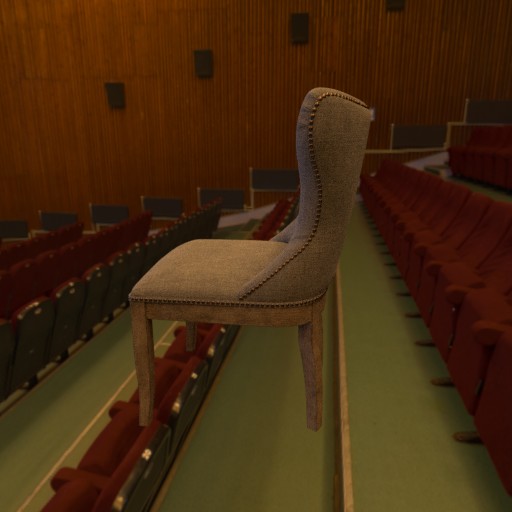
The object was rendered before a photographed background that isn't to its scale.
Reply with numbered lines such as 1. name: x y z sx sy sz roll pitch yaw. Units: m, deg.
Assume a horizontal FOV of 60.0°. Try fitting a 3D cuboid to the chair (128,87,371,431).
1. chair: 0.000 0.000 1.478 0.681 1.002 0.654 2 16 8
